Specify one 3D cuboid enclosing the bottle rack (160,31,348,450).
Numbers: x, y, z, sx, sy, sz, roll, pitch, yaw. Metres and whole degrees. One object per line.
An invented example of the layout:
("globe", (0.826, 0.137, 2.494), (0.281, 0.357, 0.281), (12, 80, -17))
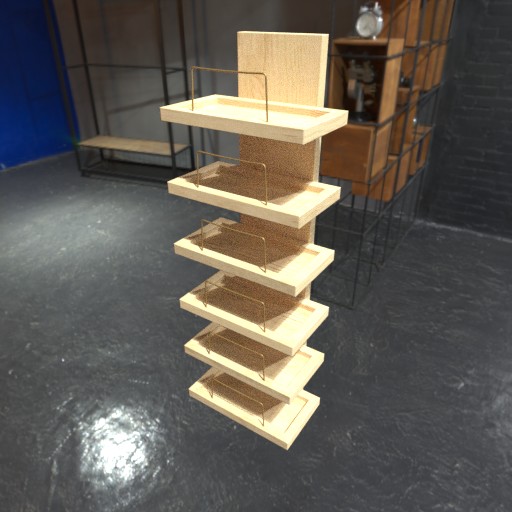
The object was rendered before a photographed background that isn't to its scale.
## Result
("bottle rack", (0.000, 0.000, 1.056), (0.330, 0.943, 0.206), (18, 34, 29))
